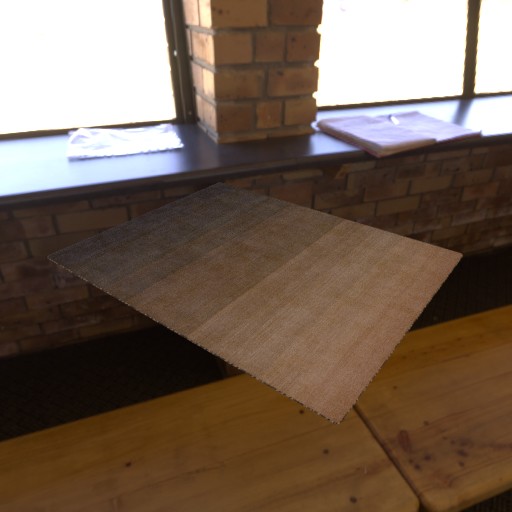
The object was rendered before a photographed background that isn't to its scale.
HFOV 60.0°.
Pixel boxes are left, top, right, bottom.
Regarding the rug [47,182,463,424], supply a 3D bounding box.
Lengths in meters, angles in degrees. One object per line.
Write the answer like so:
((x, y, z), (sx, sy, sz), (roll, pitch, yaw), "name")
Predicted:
((0.000, 0.000, 3.925), (2.902, 0.017, 2.305), (21, 37, 32), "rug")
